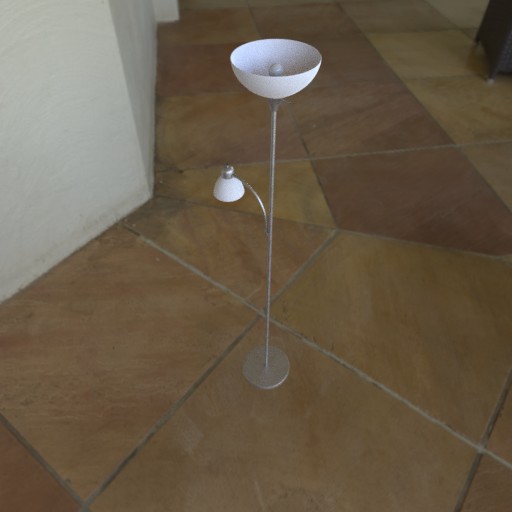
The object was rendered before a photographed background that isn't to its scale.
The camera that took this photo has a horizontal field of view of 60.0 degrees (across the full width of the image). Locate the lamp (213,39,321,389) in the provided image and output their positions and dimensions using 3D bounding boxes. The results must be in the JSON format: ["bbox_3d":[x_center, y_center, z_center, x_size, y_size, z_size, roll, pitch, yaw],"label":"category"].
[{"bbox_3d":[0.000,0.000,1.990,0.425,1.804,0.279,32,54,27],"label":"lamp"}]
